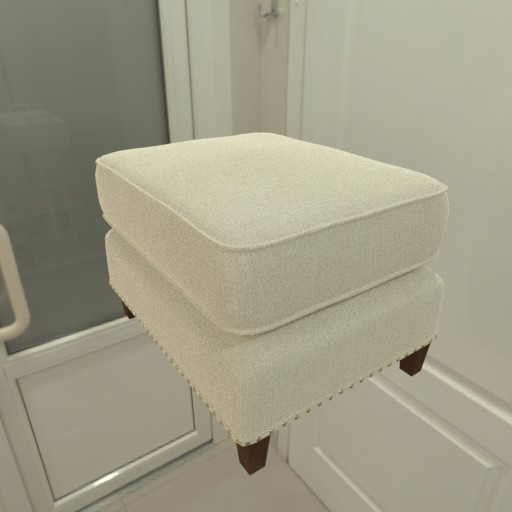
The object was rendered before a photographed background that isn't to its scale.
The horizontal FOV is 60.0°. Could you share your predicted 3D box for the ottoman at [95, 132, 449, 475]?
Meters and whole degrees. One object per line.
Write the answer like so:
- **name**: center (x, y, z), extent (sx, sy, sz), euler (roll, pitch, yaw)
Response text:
- **ottoman**: center (0.000, 0.000, 1.133), extent (0.589, 0.537, 0.738), euler (-17, 31, -31)
